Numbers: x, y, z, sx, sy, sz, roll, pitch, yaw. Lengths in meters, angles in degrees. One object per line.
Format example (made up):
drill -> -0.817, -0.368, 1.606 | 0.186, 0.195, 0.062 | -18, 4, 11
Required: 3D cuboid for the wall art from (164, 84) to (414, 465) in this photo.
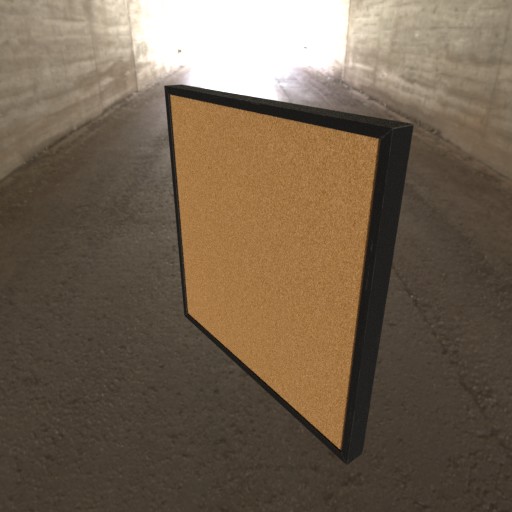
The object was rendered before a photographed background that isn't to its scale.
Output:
wall art -> 0.000, 0.000, 0.754 | 0.036, 0.506, 0.506 | -19, 32, -33
